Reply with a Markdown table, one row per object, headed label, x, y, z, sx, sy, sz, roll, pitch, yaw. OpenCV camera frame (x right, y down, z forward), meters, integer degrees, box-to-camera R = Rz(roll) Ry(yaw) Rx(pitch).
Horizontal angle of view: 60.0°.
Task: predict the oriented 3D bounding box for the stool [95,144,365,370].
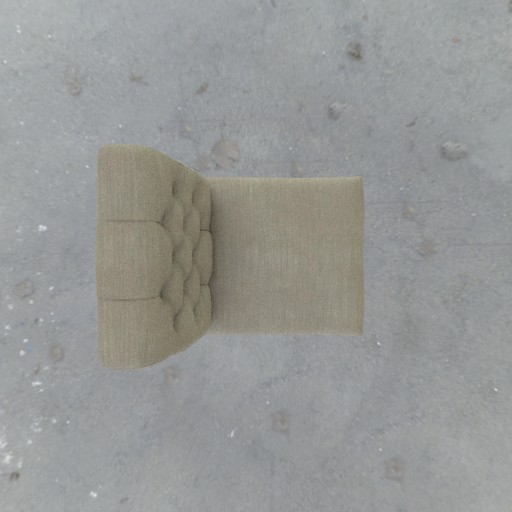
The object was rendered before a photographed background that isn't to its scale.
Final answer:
| label | x | y | z | sx | sy | sz | roll | pitch | yaw |
| --- | --- | --- | --- | --- | --- | --- | --- | --- | --- |
| stool | 0.000 | 0.000 | 1.424 | 0.660 | 1.084 | 0.486 | 0 | 90 | 0 |
